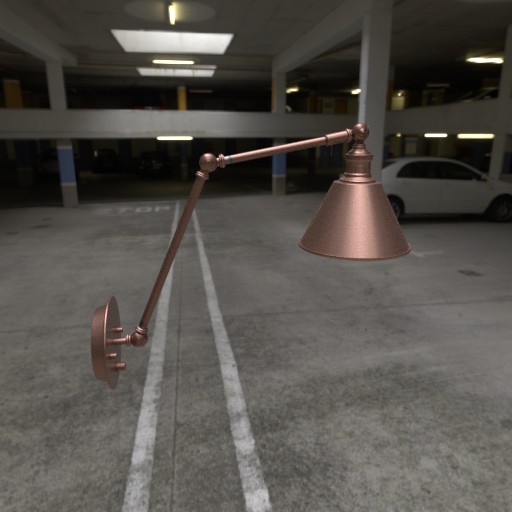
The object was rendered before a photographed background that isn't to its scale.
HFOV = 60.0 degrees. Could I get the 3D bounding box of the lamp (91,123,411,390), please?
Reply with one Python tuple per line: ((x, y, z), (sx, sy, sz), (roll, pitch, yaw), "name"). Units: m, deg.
((0.000, 0.000, 0.873), (0.624, 0.502, 0.223), (-3, 16, -9), "lamp")
